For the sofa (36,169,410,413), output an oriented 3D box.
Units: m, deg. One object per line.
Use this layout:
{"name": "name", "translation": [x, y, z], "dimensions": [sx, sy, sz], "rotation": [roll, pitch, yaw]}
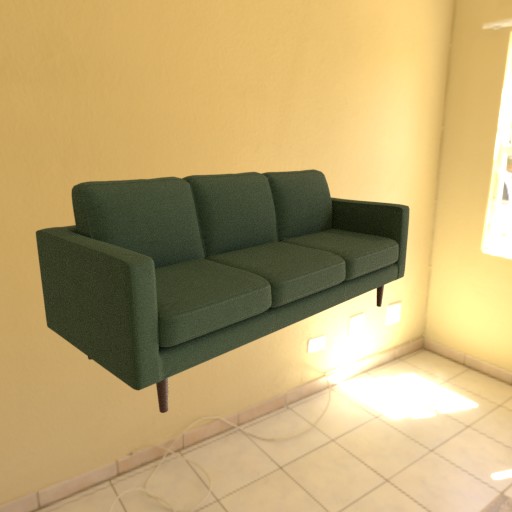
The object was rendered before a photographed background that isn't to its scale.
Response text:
{"name": "sofa", "translation": [0.000, 0.000, 2.507], "dimensions": [0.879, 0.899, 2.029], "rotation": [14, 20, 43]}
